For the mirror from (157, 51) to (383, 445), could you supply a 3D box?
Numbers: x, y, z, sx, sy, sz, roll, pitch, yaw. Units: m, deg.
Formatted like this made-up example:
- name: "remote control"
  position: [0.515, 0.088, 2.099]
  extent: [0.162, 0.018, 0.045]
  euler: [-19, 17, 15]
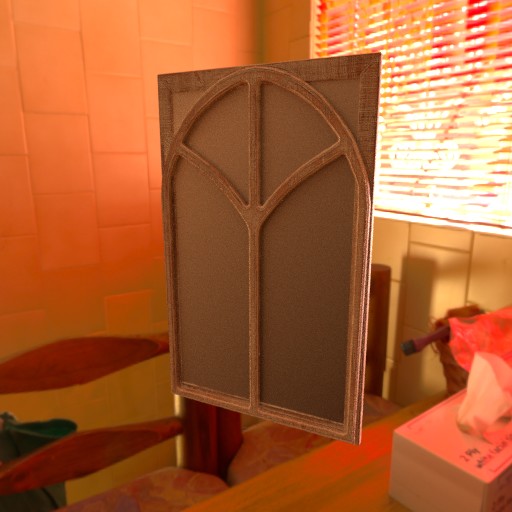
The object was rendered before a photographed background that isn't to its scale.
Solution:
- name: "mirror"
  position: [0.000, 0.000, 0.974]
  extent: [0.495, 0.787, 0.058]
  euler: [6, 14, 26]
